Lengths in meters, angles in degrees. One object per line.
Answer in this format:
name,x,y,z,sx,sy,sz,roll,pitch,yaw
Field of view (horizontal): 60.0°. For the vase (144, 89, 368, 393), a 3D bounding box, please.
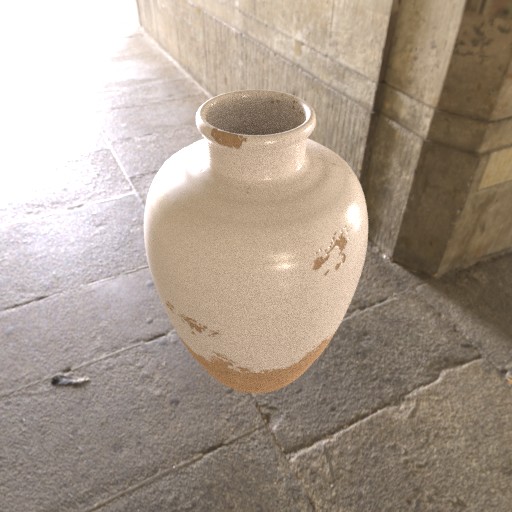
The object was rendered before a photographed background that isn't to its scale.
vase,0.000,0.000,0.337,0.158,0.228,0.158,0,41,0
